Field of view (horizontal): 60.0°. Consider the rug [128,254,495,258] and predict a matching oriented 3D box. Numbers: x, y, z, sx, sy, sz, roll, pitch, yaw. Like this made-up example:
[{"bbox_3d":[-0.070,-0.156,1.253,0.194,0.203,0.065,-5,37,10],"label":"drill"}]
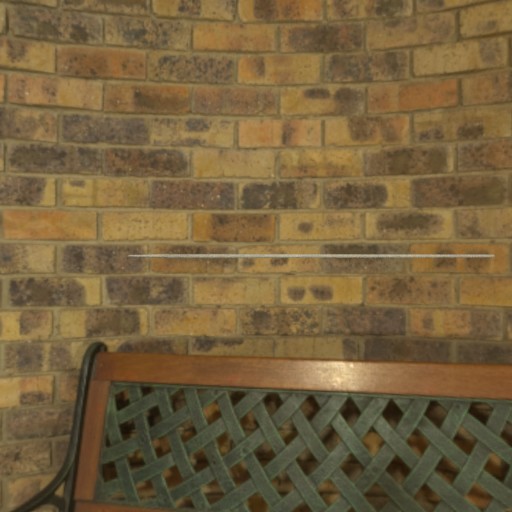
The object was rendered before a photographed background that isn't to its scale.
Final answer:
[{"bbox_3d":[0.000,0.000,2.978,1.524,0.014,2.438,0,0,-19],"label":"rug"}]
